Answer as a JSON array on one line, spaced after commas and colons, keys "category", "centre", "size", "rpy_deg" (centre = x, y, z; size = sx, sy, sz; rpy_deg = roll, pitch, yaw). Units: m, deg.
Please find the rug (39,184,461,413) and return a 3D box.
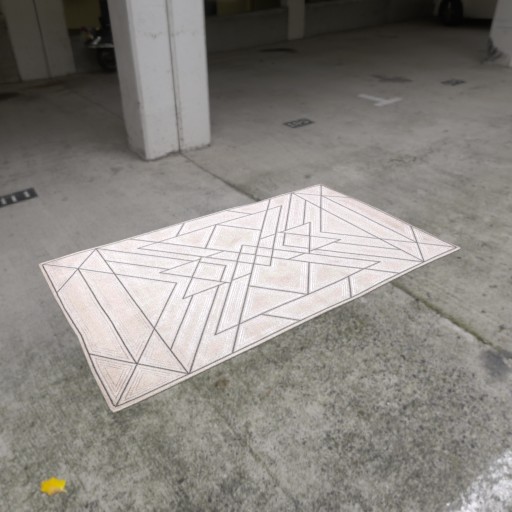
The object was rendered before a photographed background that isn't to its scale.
[{"category": "rug", "centre": [0.000, 0.000, 1.052], "size": [0.869, 0.008, 0.511], "rpy_deg": [-20, 36, -29]}]
